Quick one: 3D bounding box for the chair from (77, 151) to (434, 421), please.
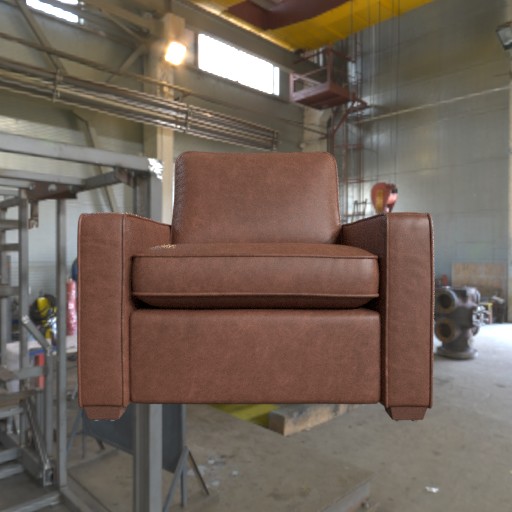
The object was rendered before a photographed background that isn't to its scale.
[{"bbox_3d":[0.000,0.000,1.670,1.017,0.919,0.940,0,1,0],"label":"chair"}]
